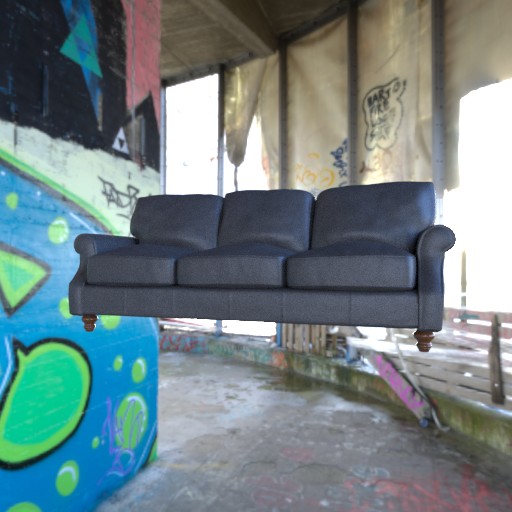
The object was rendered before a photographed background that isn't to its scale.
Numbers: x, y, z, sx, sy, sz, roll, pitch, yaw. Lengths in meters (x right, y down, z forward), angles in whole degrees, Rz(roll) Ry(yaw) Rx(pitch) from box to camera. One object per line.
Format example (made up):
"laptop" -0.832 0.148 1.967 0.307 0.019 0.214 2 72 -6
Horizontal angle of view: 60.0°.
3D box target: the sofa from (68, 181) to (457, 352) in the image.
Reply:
"sofa" 0.000 0.000 2.933 2.387 0.977 0.974 0 -1 19
